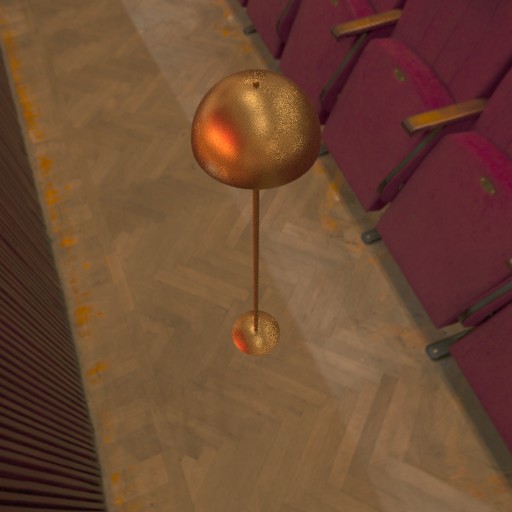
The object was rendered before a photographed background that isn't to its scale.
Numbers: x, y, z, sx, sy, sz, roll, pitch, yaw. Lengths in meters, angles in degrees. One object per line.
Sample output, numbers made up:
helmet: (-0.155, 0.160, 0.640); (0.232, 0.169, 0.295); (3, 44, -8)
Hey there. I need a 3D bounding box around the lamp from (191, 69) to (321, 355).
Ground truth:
lamp: (0.000, 0.000, 1.606); (0.328, 1.480, 0.328); (-17, 60, -10)
